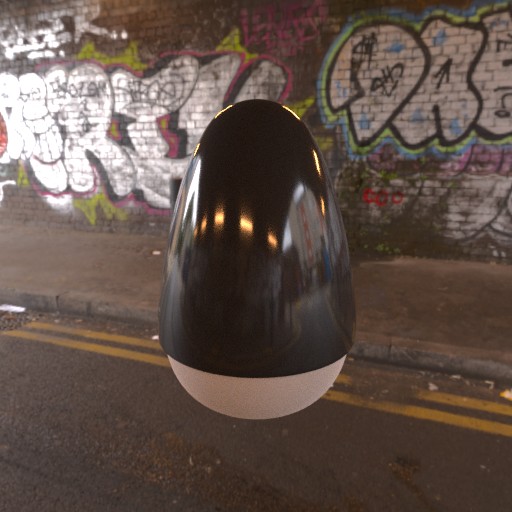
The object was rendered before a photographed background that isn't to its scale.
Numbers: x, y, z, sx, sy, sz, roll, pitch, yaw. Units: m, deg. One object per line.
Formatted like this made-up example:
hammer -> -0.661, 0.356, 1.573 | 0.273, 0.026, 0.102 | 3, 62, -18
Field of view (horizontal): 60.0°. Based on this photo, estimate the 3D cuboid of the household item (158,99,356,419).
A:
household item -> 0.000, 0.000, 0.226 | 0.102, 0.152, 0.104 | -7, 15, -27
